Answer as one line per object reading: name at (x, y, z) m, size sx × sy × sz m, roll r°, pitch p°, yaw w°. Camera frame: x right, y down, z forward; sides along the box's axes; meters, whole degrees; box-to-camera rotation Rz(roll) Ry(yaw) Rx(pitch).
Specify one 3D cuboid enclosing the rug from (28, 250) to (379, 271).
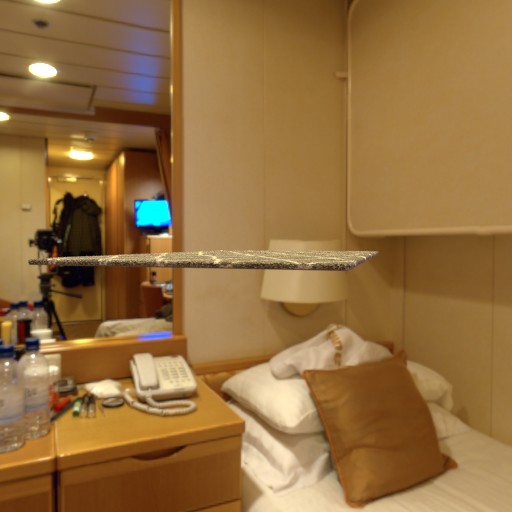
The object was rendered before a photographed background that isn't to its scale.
rug at (0.000, 0.000, 3.046) m, size 1.524 × 0.030 × 2.438 m, roll 1°, pitch 2°, yaw 18°
